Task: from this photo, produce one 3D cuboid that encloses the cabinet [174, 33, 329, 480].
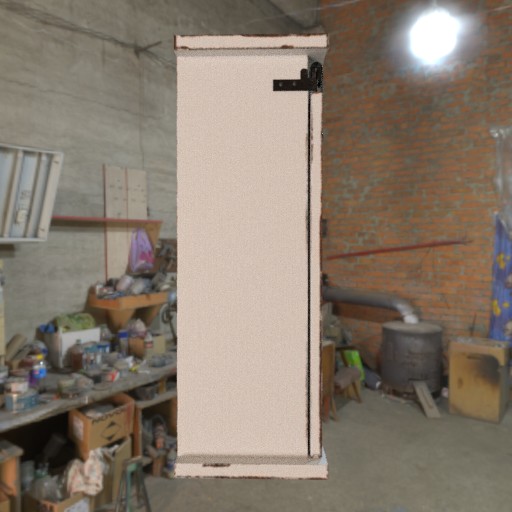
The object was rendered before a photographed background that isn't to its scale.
[{"bbox_3d":[0.000,0.000,0.871,0.210,0.603,0.541,0,0,1],"label":"cabinet"}]
